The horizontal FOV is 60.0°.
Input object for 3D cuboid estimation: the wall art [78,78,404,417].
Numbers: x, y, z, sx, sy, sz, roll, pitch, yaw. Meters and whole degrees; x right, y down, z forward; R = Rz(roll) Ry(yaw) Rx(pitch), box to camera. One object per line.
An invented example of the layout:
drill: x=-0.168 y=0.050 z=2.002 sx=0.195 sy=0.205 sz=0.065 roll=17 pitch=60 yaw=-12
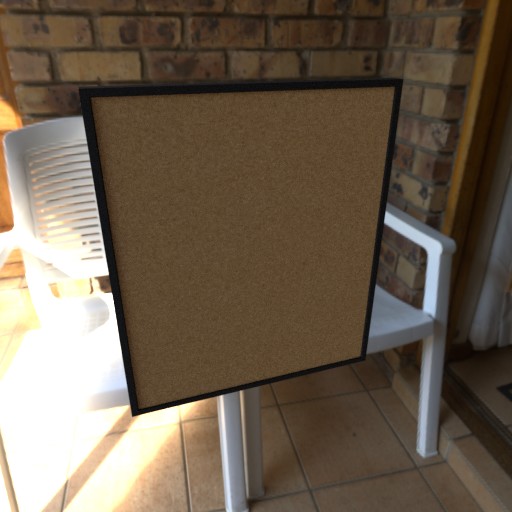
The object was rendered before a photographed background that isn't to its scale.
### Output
wall art: x=0.000 y=0.000 z=0.521 sx=0.330 sy=0.381 sz=0.019 roll=-9 pitch=27 yaw=-17
